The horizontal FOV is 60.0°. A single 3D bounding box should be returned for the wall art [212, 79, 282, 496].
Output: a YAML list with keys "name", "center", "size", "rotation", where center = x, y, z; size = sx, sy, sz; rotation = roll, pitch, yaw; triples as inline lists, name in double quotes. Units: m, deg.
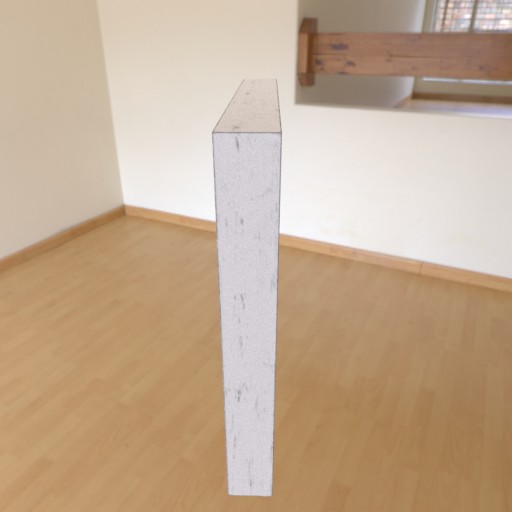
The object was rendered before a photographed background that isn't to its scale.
- name: "wall art"
  center: [0.000, 0.000, 0.445]
  size: [0.038, 0.305, 0.305]
  rotation: [1, 27, 2]
